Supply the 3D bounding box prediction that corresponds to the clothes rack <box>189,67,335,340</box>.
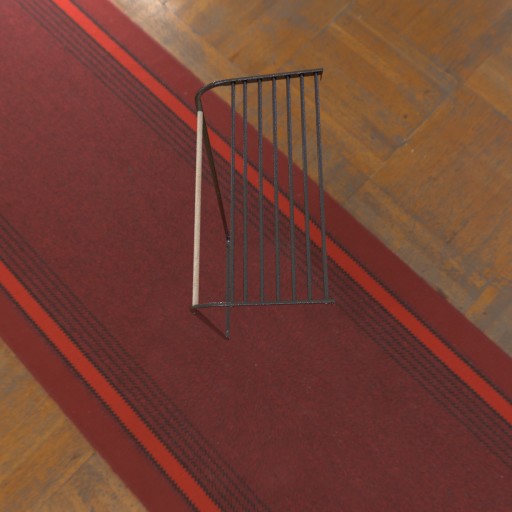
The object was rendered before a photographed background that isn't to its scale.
[{"bbox_3d":[0.000,0.000,1.825,0.349,1.574,0.609,0,76,0],"label":"clothes rack"}]
